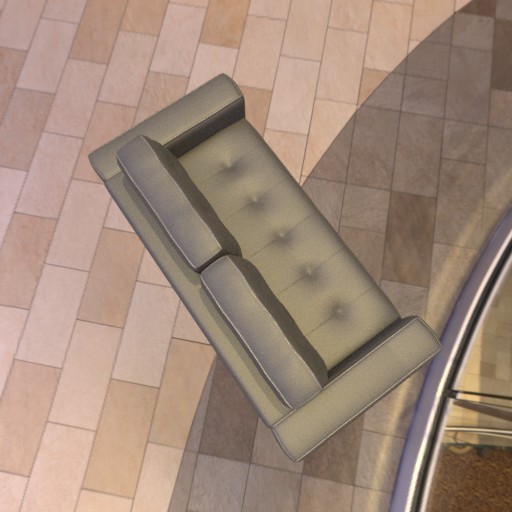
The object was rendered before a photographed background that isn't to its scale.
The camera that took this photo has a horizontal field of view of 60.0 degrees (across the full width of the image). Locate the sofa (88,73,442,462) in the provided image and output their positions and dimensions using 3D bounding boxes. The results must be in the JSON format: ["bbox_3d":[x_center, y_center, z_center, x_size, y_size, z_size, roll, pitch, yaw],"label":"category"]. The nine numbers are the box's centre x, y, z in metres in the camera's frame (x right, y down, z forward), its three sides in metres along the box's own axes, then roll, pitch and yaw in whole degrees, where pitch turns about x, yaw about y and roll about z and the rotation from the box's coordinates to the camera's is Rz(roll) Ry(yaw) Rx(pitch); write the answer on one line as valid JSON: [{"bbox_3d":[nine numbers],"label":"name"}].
[{"bbox_3d":[0.000,0.000,2.203,0.833,0.893,1.726,-35,78,-8],"label":"sofa"}]
